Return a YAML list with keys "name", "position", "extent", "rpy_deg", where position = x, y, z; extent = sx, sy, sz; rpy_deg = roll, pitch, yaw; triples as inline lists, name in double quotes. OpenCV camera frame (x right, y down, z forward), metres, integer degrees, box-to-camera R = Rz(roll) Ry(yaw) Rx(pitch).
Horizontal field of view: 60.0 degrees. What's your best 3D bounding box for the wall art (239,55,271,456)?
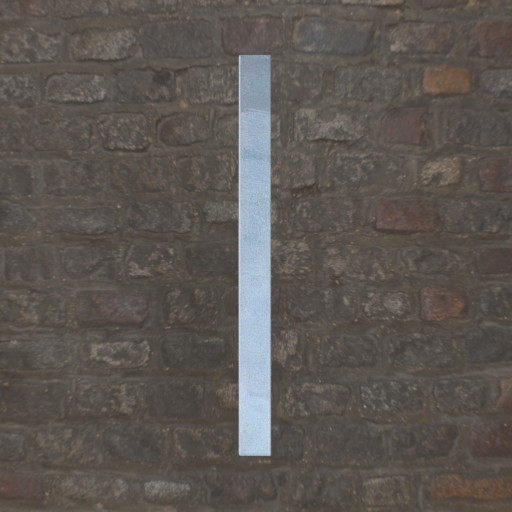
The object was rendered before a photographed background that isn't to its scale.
- name: "wall art"
  position: [0.000, 0.000, 0.805]
  extent: [0.037, 0.613, 0.455]
  rpy_deg: [0, 90, 0]
